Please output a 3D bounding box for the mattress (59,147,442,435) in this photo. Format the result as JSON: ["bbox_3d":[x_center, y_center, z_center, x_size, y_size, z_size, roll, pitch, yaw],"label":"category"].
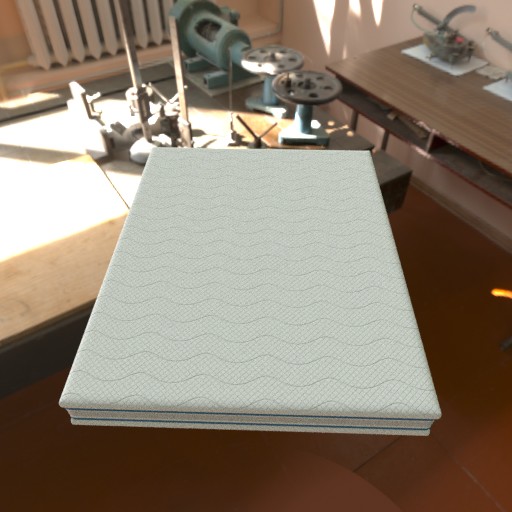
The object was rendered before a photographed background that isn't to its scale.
[{"bbox_3d":[0.000,0.000,2.615,1.600,0.230,2.000,1,45,1],"label":"mattress"}]
